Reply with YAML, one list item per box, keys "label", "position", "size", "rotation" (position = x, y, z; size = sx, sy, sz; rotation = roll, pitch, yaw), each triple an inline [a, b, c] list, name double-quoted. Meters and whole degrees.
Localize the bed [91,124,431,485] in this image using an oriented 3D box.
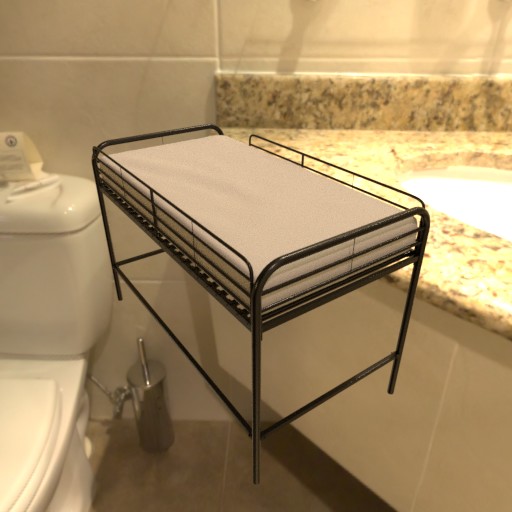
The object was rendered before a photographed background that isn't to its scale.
- label: "bed"
  position: [0.000, 0.000, 2.952]
  size: [1.393, 1.289, 1.968]
  rotation: [-20, 36, -30]
